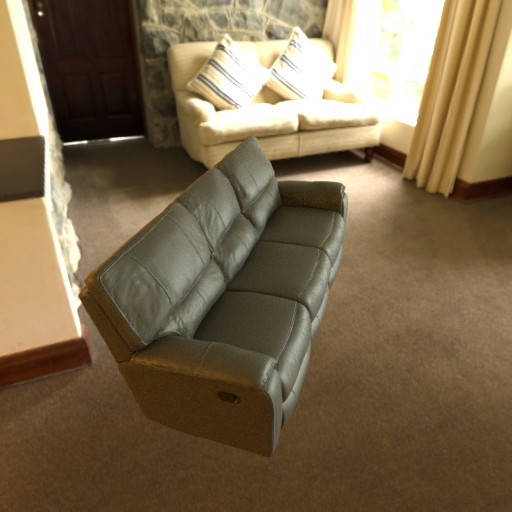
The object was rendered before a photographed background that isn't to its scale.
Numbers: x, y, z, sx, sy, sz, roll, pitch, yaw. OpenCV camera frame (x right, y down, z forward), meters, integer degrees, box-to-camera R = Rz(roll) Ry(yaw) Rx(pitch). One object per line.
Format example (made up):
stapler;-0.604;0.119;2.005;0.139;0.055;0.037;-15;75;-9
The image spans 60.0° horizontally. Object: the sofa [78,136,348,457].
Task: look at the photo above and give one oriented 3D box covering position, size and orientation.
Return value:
sofa;0.000;0.000;3.313;1.104;1.134;2.627;10;33;15
